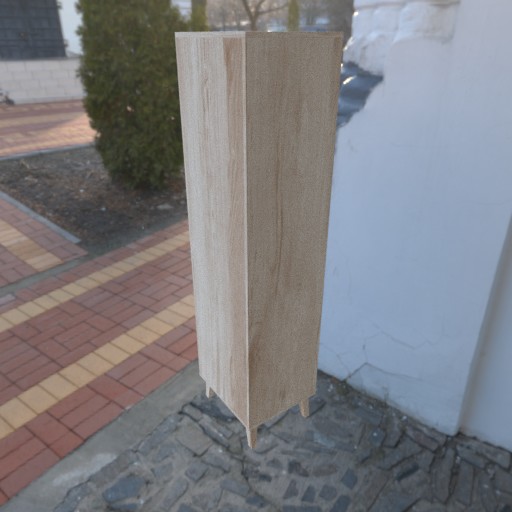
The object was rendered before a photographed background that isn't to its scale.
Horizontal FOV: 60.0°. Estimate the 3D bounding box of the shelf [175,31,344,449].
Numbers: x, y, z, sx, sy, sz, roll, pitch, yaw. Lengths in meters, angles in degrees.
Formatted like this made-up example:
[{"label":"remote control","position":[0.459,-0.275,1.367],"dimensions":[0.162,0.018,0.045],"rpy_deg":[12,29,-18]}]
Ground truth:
[{"label":"shelf","position":[0.000,0.000,2.173],"dimensions":[0.450,1.960,0.510],"rpy_deg":[-18,31,-31]}]
